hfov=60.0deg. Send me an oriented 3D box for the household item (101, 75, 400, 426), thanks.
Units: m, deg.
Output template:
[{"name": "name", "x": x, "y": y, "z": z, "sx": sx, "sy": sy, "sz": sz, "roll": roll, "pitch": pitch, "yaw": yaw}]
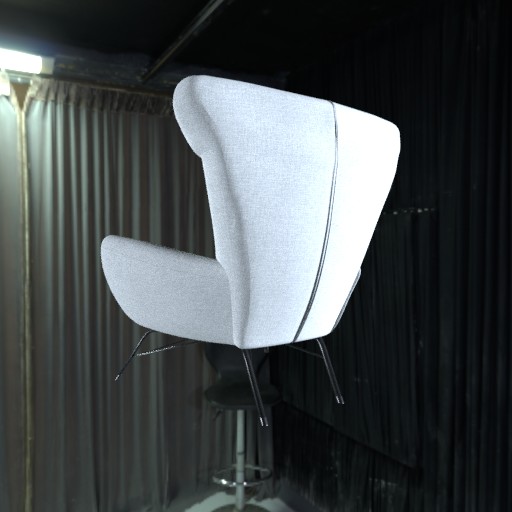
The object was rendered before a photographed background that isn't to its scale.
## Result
[{"name": "household item", "x": 0.000, "y": 0.000, "z": 1.742, "sx": 0.980, "sy": 1.050, "sz": 0.900, "roll": -1, "pitch": 2, "yaw": -36}]
